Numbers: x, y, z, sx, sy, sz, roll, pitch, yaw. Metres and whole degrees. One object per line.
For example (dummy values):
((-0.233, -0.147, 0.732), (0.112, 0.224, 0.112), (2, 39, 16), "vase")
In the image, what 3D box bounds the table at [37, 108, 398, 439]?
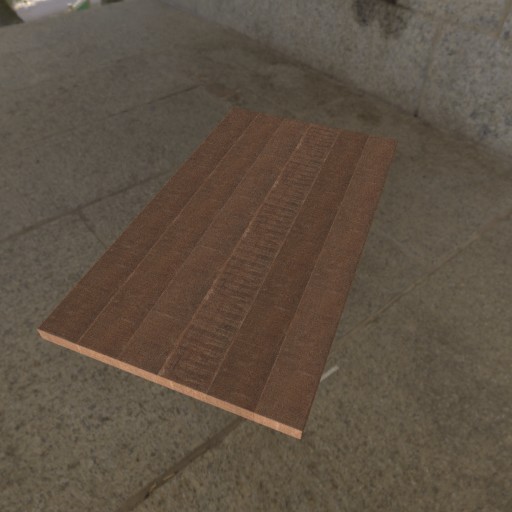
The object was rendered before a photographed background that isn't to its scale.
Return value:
((0.000, 0.000, 1.780), (0.800, 0.440, 1.400), (16, 48, 15), "table")
